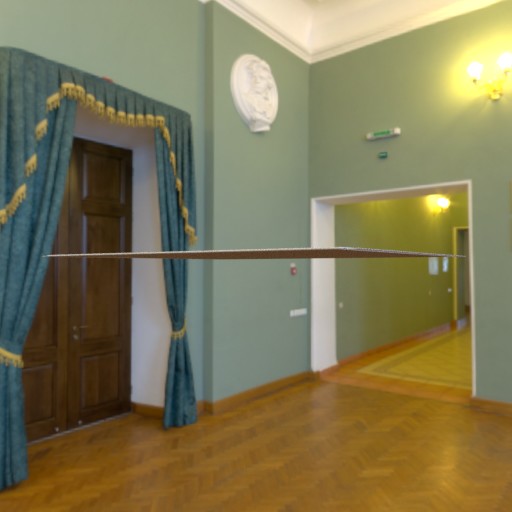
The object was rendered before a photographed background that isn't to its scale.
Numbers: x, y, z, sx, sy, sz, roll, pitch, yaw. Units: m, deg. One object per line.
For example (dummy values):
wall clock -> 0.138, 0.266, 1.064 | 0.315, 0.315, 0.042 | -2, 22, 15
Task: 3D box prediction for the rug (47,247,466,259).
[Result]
rug -> 0.000, 0.000, 4.031 | 3.051, 0.013, 2.380 | -1, -2, 37
